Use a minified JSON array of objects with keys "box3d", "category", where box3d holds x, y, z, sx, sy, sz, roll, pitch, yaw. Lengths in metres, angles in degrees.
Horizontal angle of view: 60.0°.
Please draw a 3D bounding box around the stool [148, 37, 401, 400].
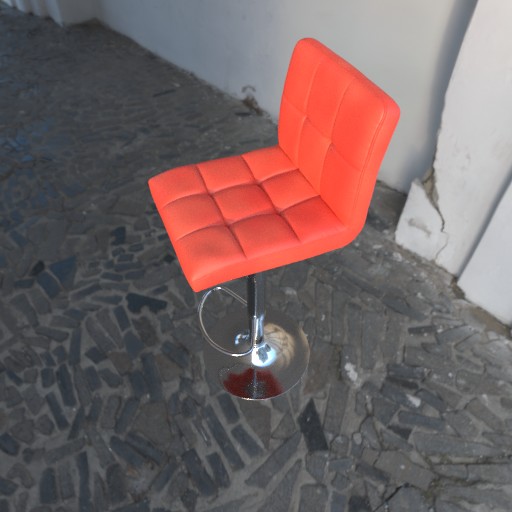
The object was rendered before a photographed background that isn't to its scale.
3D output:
[{"box3d":[0.000,0.000,1.371,0.505,1.115,0.430,-17,49,-15],"category":"stool"}]
